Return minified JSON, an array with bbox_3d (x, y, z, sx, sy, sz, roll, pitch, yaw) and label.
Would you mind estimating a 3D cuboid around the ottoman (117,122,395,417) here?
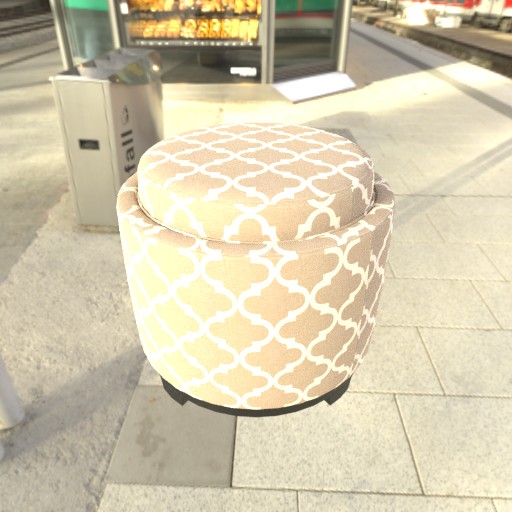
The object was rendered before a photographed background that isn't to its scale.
[{"bbox_3d":[0.000,0.000,0.851,0.480,0.429,0.480,0,32,0],"label":"ottoman"}]
